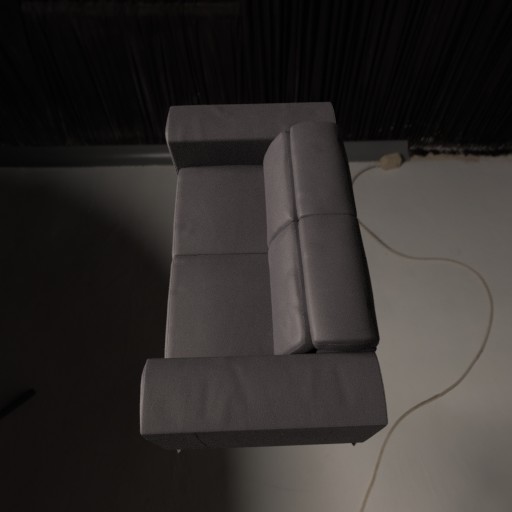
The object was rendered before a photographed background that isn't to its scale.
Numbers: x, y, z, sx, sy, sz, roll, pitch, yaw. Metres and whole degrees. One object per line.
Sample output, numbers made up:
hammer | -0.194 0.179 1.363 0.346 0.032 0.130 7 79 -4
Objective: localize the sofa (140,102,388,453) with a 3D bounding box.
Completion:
sofa | 0.000 0.000 2.408 1.003 0.779 1.895 -2 59 -1
